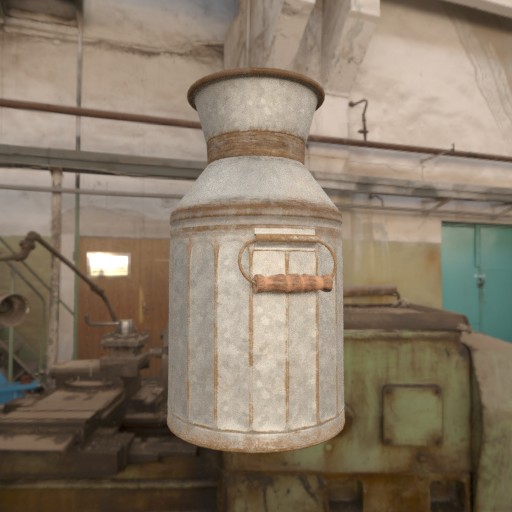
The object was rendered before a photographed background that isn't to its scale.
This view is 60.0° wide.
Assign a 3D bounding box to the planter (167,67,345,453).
[{"bbox_3d":[0.000,0.000,0.547,0.214,0.396,0.245,1,-2,-17],"label":"planter"}]
